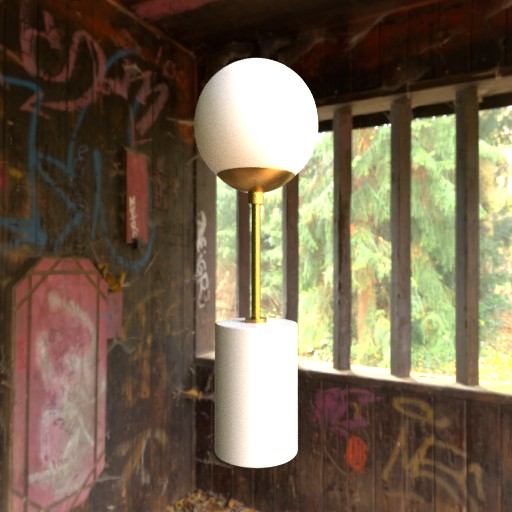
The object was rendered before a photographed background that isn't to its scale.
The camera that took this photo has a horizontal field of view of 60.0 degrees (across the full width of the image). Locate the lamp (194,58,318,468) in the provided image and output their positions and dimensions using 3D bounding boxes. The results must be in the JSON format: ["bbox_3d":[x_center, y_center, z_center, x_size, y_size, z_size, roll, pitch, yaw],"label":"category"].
[{"bbox_3d":[0.000,0.000,0.552,0.153,0.480,0.153,0,-1,0],"label":"lamp"}]
